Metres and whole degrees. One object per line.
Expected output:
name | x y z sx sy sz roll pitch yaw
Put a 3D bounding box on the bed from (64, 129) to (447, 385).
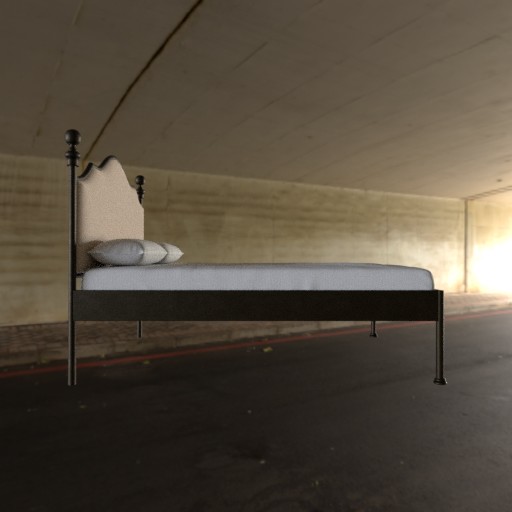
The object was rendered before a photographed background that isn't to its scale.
bed | 0.000 0.000 3.246 2.170 1.462 1.533 0 0 0
